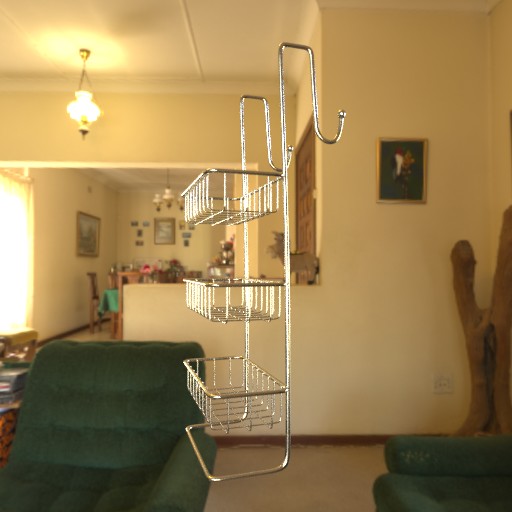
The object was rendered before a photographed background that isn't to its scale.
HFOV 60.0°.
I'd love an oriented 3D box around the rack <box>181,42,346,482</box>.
[{"bbox_3d":[0.000,0.000,0.681,0.202,0.574,0.228,0,-1,-18],"label":"rack"}]
